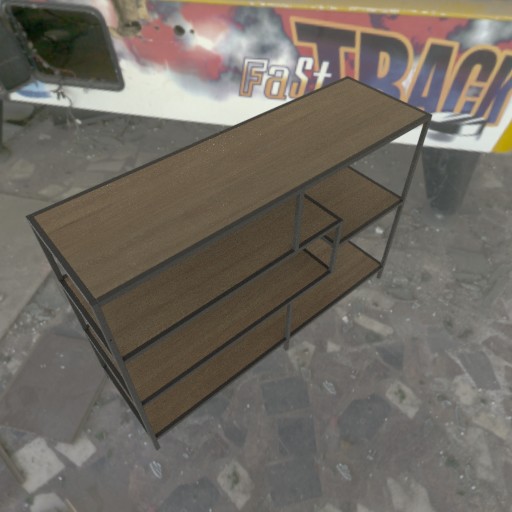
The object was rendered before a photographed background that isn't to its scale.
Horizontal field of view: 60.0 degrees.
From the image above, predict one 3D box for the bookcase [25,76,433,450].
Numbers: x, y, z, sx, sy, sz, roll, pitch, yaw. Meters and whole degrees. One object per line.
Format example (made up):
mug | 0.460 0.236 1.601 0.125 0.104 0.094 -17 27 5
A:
bookcase | 0.000 0.000 1.496 1.140 0.780 0.350 -32 54 -26
